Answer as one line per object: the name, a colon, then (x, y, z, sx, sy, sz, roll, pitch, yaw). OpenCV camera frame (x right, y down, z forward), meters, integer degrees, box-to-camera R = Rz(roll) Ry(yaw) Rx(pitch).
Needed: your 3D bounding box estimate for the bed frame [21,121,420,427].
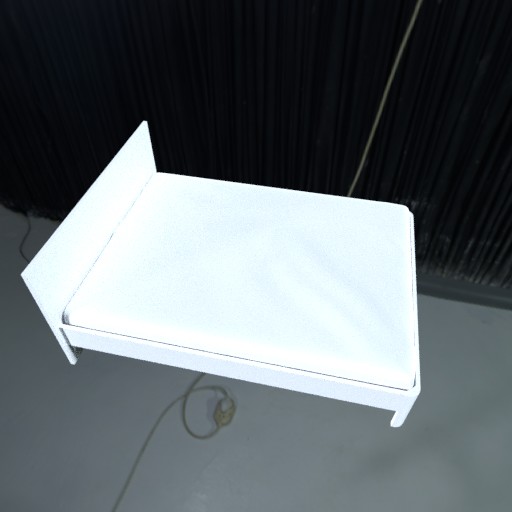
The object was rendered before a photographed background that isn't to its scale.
bed frame: (0.000, 0.000, 2.745, 1.950, 0.800, 1.490, 9, 46, 9)
